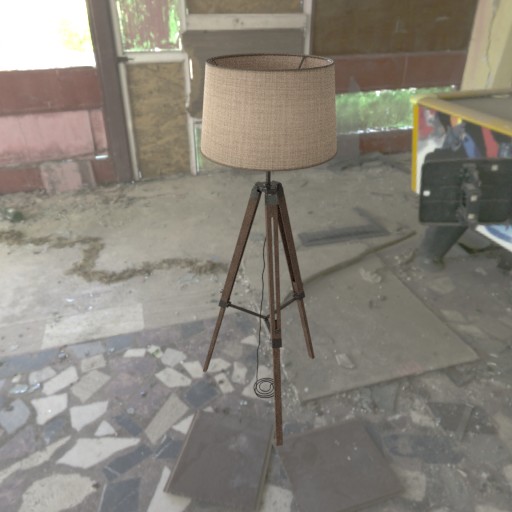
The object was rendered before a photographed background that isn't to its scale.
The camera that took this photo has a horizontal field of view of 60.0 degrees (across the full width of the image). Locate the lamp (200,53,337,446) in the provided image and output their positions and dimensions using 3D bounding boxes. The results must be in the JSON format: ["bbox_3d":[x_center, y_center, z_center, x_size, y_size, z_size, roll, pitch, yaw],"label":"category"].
[{"bbox_3d":[0.000,0.000,1.853,0.587,1.510,0.604,10,32,16],"label":"lamp"}]
